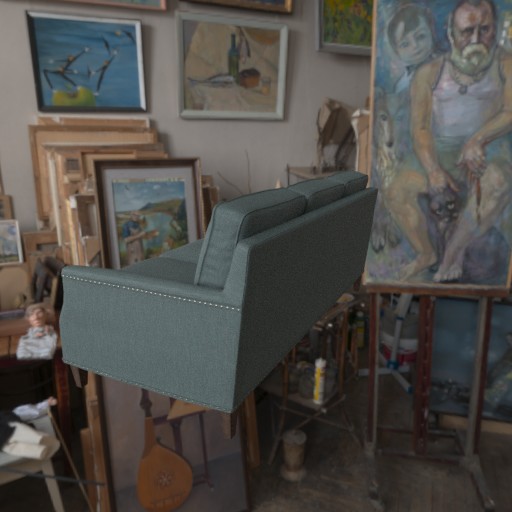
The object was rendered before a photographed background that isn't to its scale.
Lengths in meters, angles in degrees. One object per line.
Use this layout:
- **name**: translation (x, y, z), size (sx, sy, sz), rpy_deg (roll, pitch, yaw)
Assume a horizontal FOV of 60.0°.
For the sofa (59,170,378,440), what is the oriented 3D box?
- **sofa**: translation (0.000, 0.000, 2.867), size (1.084, 1.003, 2.246), rpy_deg (8, 17, 26)
